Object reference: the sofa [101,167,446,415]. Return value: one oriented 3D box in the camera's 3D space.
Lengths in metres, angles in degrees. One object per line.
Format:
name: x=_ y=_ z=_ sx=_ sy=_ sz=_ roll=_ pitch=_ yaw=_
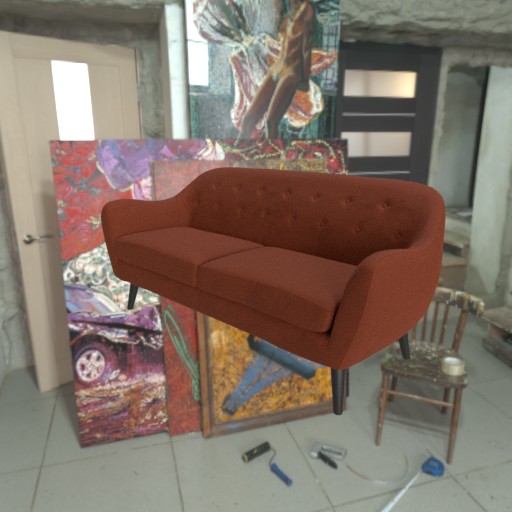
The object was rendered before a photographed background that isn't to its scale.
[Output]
sofa: x=0.000 y=0.000 z=2.339 sx=1.840 sy=0.836 sz=0.820 roll=14 pitch=21 yaw=42
